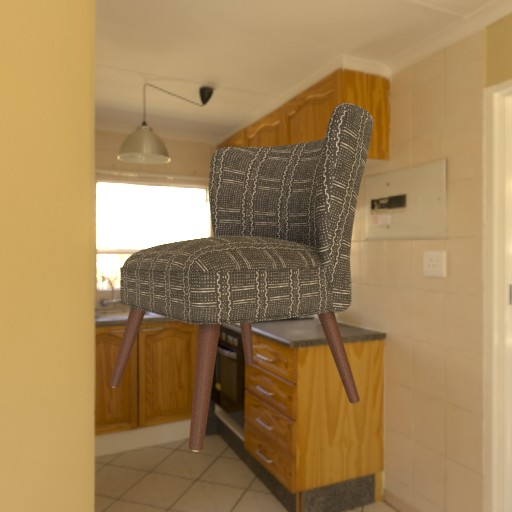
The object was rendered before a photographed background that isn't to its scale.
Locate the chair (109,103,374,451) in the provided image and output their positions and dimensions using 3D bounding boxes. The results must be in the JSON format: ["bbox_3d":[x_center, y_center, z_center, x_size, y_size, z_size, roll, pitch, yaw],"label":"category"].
[{"bbox_3d":[0.000,0.000,1.426,0.758,0.866,0.710,0,0,-35],"label":"chair"}]
